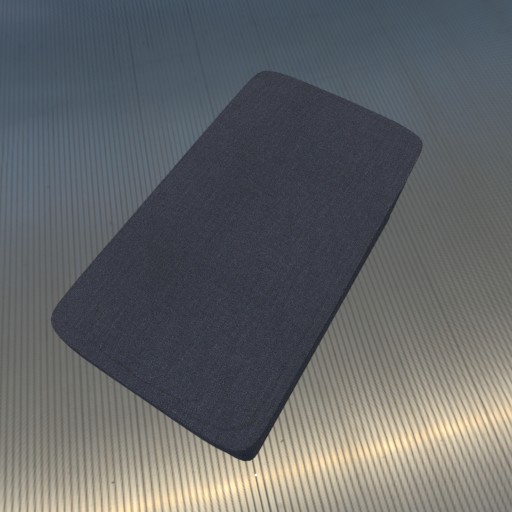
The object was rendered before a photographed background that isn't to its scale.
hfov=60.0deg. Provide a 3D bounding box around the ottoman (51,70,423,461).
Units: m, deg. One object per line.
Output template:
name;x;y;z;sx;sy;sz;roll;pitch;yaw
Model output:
ottoman;0.000;0.000;1.178;0.505;0.453;0.895;29;67;13
